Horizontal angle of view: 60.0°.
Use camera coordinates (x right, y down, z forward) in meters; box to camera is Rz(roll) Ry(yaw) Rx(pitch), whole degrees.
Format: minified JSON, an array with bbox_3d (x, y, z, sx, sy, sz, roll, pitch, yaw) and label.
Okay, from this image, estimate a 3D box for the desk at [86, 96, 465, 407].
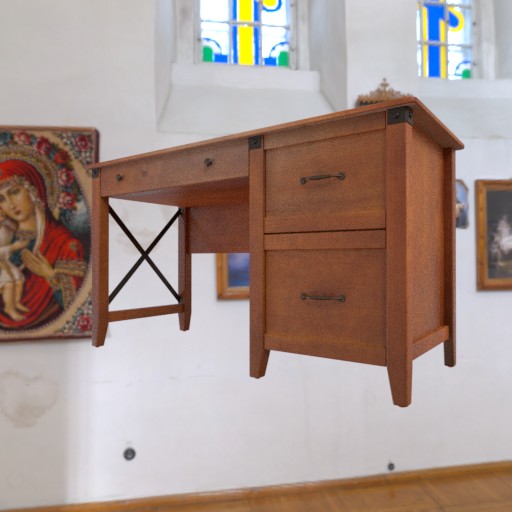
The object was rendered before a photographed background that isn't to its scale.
[{"bbox_3d":[0.000,0.000,1.678,1.353,0.756,0.574,0,0,36],"label":"desk"}]
